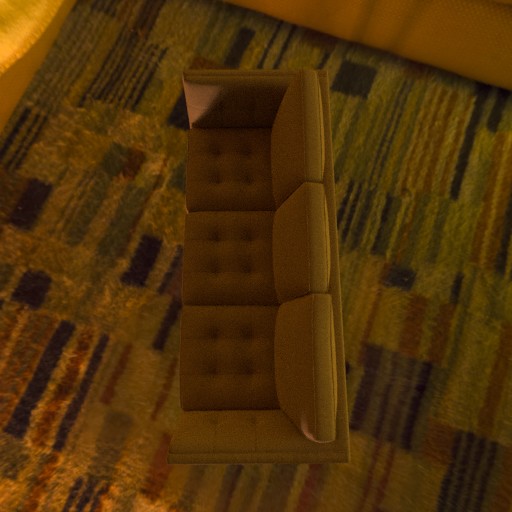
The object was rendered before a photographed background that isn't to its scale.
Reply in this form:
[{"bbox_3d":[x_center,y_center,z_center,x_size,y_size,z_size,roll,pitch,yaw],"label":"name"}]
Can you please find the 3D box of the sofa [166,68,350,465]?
[{"bbox_3d":[0.000,0.000,2.884,0.965,0.940,2.388,0,75,0],"label":"sofa"}]
